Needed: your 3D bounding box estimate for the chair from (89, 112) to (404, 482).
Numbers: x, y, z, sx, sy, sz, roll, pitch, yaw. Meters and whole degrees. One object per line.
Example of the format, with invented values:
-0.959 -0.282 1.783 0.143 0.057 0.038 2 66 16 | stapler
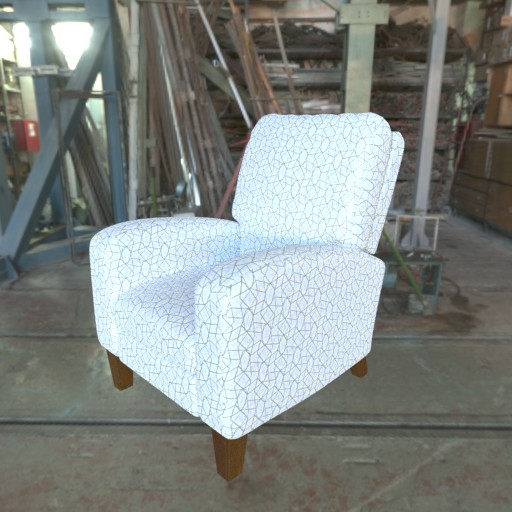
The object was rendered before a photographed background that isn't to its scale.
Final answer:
0.000 0.000 1.713 0.995 1.064 0.796 -16 23 -42 | chair
